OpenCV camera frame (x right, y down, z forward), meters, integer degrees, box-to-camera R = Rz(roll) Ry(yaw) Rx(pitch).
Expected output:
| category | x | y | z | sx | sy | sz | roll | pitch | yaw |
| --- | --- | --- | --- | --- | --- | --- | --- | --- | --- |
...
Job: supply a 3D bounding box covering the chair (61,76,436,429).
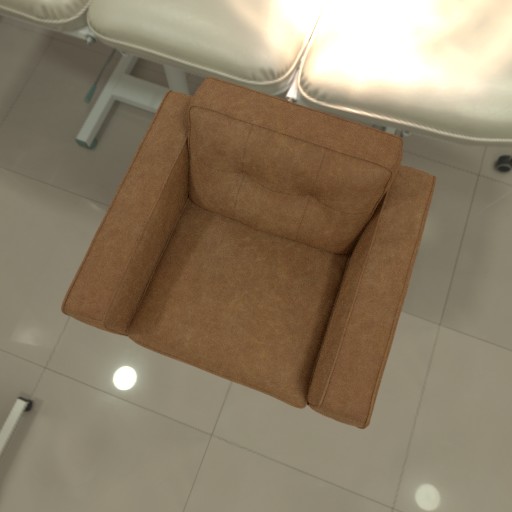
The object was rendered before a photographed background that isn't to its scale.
| category | x | y | z | sx | sy | sz | roll | pitch | yaw |
| --- | --- | --- | --- | --- | --- | --- | --- | --- | --- |
| chair | 0.000 | 0.000 | 1.725 | 1.118 | 0.782 | 0.952 | 20 | 75 | 6 |
